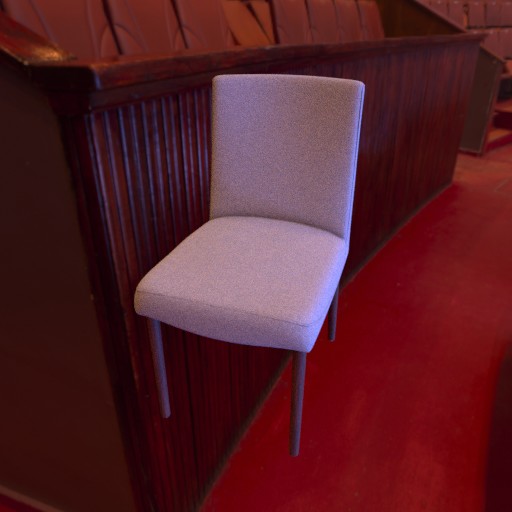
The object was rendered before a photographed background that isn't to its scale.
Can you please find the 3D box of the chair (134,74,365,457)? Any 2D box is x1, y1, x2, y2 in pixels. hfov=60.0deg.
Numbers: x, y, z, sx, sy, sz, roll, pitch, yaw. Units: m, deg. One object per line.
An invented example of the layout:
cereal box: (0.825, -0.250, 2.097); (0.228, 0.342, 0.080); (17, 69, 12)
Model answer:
chair: (0.000, 0.000, 1.197); (0.456, 0.859, 0.570); (10, 29, 17)
